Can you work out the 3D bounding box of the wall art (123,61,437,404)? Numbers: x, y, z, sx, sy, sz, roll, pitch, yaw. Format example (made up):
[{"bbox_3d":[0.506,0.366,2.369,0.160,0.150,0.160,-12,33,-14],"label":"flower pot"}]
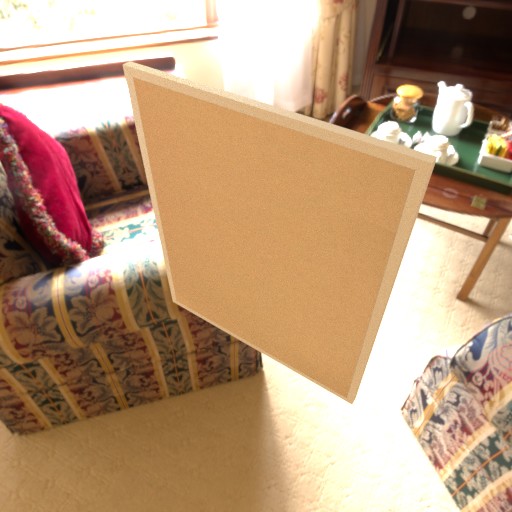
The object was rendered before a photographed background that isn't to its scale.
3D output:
[{"bbox_3d":[0.000,0.000,0.629,0.382,0.456,0.013,25,51,23],"label":"wall art"}]
